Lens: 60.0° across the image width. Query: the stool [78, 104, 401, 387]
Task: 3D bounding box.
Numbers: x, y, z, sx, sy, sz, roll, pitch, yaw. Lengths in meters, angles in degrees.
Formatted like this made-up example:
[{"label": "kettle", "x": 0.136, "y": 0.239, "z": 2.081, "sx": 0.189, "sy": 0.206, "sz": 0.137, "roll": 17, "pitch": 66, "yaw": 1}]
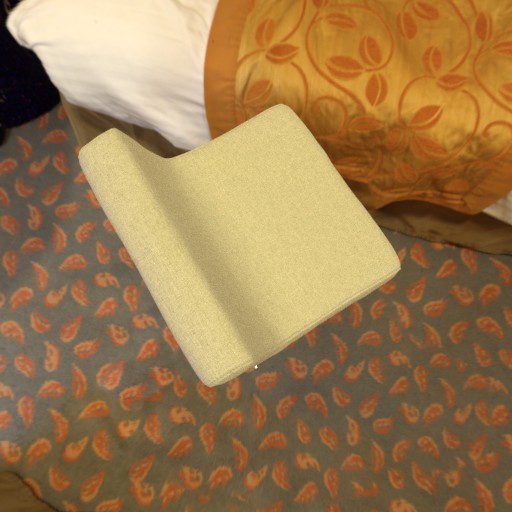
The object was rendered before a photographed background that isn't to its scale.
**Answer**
[{"label": "stool", "x": 0.000, "y": 0.000, "z": 1.236, "sx": 0.500, "sy": 0.937, "sz": 0.511, "roll": -31, "pitch": 78, "yaw": -7}]
